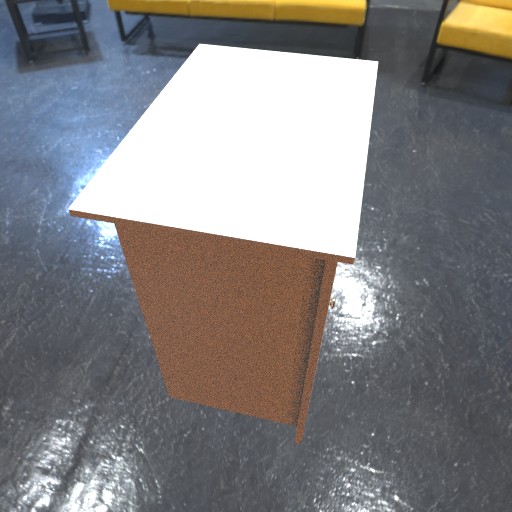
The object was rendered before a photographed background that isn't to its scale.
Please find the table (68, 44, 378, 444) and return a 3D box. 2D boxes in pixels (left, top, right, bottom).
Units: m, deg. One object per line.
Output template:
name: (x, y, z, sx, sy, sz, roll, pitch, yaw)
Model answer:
table: (0.000, 0.000, 1.051, 0.406, 0.711, 0.589, 10, 48, 9)
